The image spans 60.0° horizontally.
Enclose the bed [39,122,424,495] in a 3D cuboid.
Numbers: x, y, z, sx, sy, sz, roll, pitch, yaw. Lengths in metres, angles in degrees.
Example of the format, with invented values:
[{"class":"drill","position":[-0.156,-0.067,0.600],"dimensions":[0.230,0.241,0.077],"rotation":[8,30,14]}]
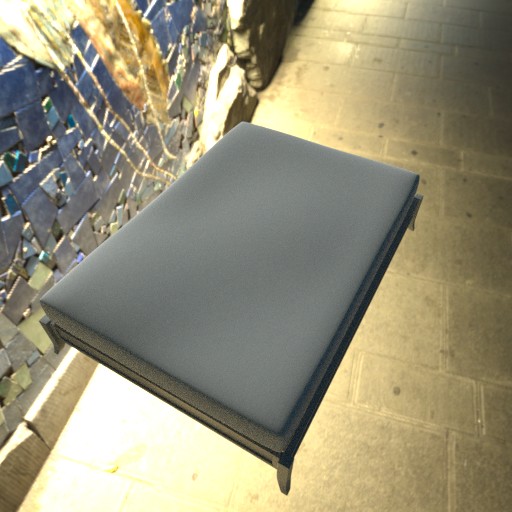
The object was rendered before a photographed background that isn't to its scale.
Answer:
[{"class":"bed","position":[0.000,0.000,2.623],"dimensions":[1.460,0.510,1.985],"rotation":[23,51,20]}]
